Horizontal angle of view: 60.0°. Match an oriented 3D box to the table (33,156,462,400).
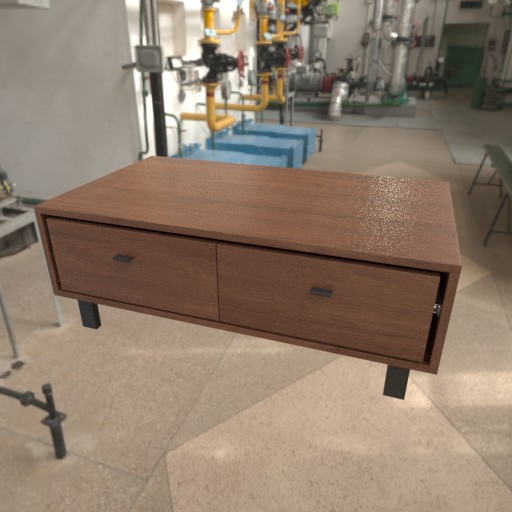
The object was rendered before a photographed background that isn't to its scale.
[{"bbox_3d":[0.000,0.000,1.311,1.020,0.380,0.600,9,27,17],"label":"table"}]
